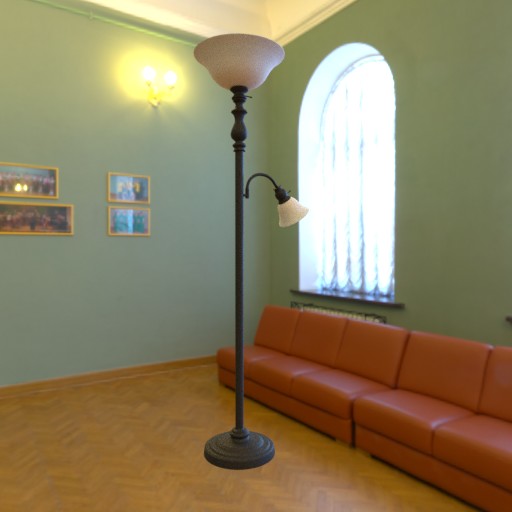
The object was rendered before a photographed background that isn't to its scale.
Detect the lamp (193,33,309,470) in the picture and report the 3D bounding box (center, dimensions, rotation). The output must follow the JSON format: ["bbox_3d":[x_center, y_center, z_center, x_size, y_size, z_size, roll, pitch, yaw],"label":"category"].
[{"bbox_3d":[0.000,0.000,2.044,0.588,1.793,0.405,-1,1,-35],"label":"lamp"}]
